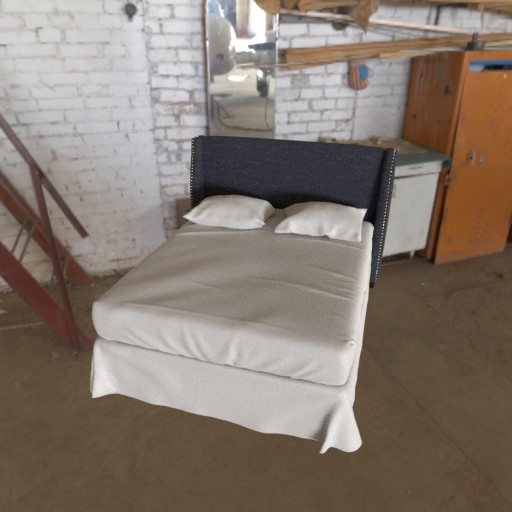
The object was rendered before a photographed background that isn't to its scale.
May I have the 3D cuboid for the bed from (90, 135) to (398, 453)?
[{"bbox_3d":[0.000,0.000,3.457,1.925,1.332,2.276,8,28,15],"label":"bed"}]
